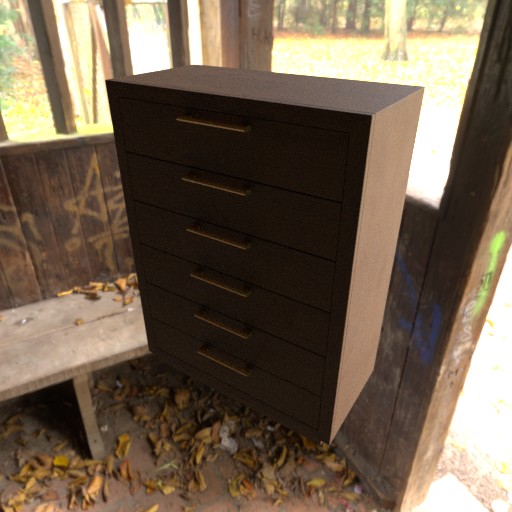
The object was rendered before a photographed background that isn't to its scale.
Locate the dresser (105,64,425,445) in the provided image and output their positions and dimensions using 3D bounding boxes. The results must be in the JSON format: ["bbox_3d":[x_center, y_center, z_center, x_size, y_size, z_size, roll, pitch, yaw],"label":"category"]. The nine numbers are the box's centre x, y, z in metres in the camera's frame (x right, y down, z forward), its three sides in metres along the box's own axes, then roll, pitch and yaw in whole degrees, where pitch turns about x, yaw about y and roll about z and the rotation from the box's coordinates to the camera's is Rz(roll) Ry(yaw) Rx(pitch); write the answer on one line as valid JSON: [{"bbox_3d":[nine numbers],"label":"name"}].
[{"bbox_3d":[0.000,0.000,1.799,0.964,1.320,0.516,18,35,28],"label":"dresser"}]
